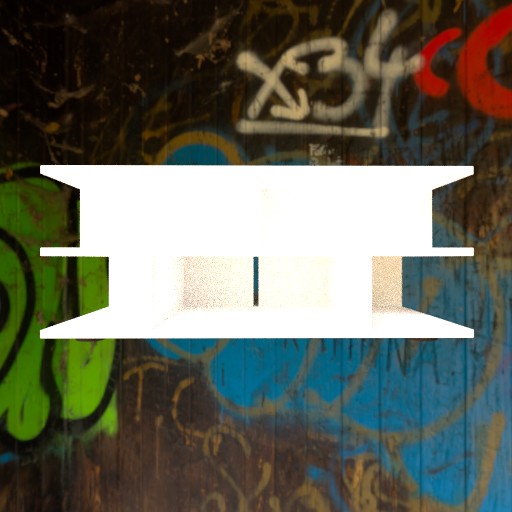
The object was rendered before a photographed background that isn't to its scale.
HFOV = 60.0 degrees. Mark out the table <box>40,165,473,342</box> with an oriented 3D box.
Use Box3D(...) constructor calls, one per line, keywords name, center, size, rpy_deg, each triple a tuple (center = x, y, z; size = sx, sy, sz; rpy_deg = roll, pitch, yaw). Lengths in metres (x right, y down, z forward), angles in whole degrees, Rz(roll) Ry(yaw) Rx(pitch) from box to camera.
Box3D(name="table", center=(0.000, 0.000, 1.066), size=(0.700, 0.289, 0.700), rpy_deg=(0, 0, -1))
